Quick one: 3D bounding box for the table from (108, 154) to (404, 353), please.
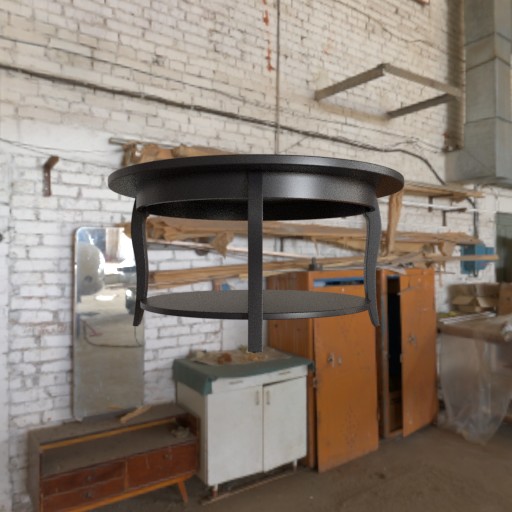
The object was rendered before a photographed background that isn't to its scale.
[{"bbox_3d":[0.000,0.000,1.442,0.914,0.457,0.914,0,0,0],"label":"table"}]
